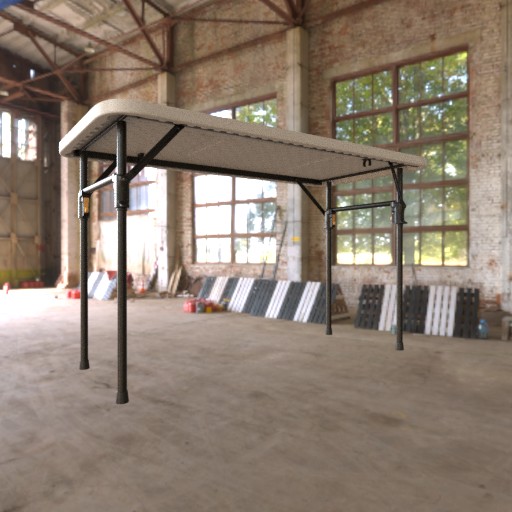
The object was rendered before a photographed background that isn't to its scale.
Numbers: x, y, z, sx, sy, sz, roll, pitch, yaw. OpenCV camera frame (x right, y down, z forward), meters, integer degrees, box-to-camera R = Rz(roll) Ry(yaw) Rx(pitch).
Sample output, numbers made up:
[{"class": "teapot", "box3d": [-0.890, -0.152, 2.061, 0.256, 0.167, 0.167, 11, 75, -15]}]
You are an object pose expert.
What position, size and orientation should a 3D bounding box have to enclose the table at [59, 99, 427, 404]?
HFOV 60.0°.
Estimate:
[{"class": "table", "box3d": [0.000, 0.000, 1.577, 1.219, 0.729, 0.610, 0, 0, -34]}]
